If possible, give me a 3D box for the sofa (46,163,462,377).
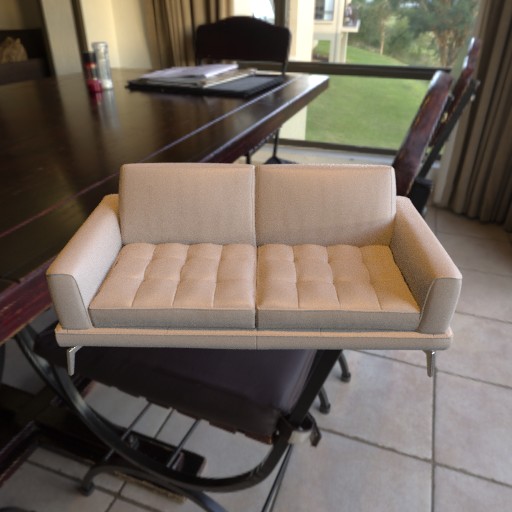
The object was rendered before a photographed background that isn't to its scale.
[{"bbox_3d":[0.000,0.000,2.728,2.177,0.930,1.121,1,30,1],"label":"sofa"}]
